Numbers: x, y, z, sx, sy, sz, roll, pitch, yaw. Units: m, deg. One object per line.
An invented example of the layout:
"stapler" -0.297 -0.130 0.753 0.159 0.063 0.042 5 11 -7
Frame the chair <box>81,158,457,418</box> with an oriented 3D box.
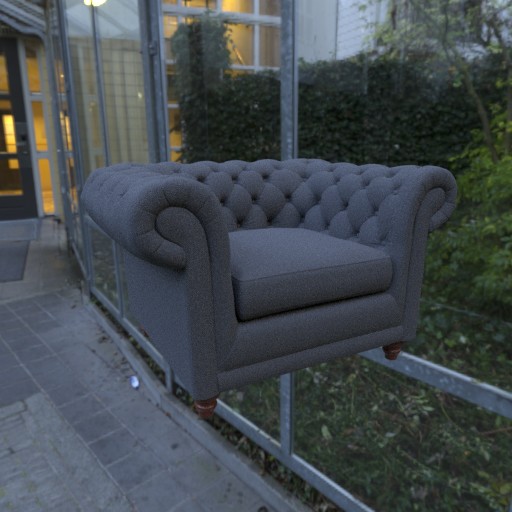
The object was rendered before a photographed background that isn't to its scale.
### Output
"chair" 0.000 0.000 1.875 1.270 0.770 0.976 -8 17 -27
